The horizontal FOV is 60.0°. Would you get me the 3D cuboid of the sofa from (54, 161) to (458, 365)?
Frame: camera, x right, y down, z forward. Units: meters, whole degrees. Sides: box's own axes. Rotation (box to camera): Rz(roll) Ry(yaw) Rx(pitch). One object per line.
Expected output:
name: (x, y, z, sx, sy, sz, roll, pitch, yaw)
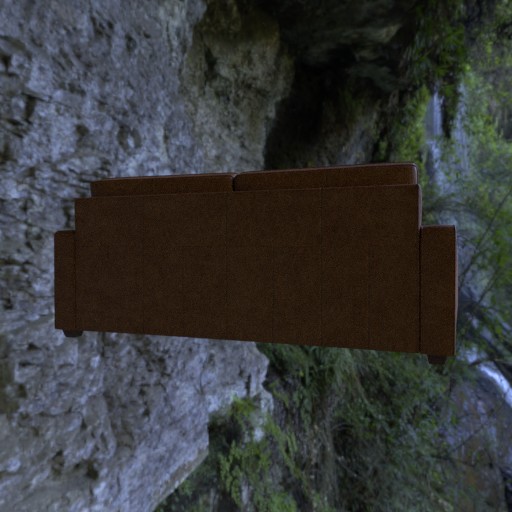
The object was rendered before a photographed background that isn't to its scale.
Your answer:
sofa: (0.000, 0.000, 2.662, 2.156, 0.928, 0.991, 0, 1, 18)
